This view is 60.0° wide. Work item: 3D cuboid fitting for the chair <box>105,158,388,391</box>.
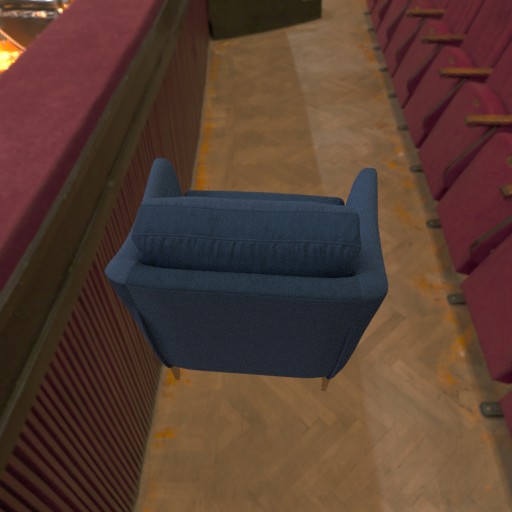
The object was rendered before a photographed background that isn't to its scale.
[{"bbox_3d":[0.000,0.000,1.755,0.987,0.899,0.961,3,45,3],"label":"chair"}]
